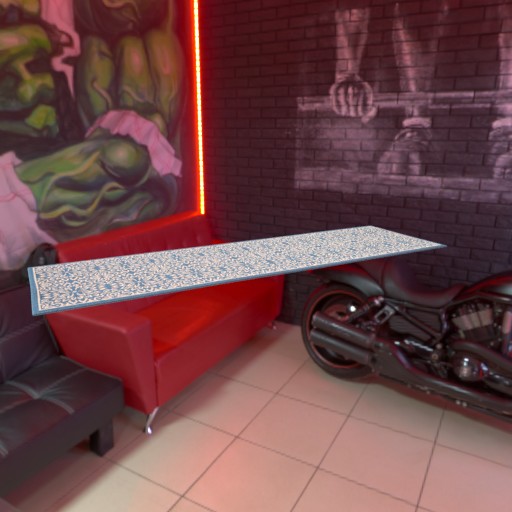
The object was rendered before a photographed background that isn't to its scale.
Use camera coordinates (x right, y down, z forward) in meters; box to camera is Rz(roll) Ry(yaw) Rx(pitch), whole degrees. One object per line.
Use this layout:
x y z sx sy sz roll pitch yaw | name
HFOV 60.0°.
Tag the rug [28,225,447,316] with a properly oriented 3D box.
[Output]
0.000 0.000 2.396 2.196 0.011 0.662 -8 18 -27 | rug
